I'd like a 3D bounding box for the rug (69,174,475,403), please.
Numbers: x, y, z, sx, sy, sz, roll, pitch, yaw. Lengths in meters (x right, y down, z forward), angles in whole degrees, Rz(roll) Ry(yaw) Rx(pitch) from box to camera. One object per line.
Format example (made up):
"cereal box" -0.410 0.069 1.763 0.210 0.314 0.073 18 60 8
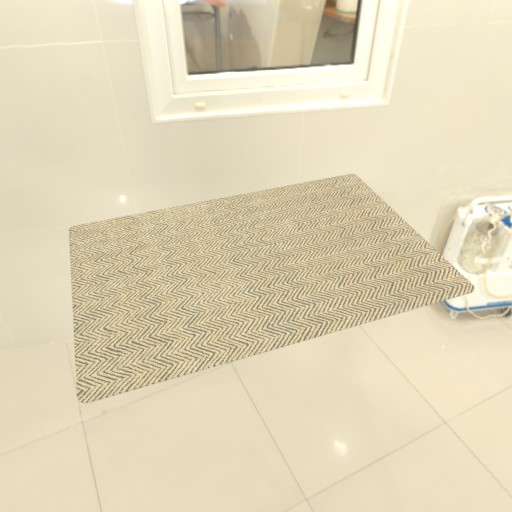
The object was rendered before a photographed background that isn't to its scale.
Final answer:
"rug" 0.000 0.000 2.216 1.752 0.008 1.144 -13 41 -15
